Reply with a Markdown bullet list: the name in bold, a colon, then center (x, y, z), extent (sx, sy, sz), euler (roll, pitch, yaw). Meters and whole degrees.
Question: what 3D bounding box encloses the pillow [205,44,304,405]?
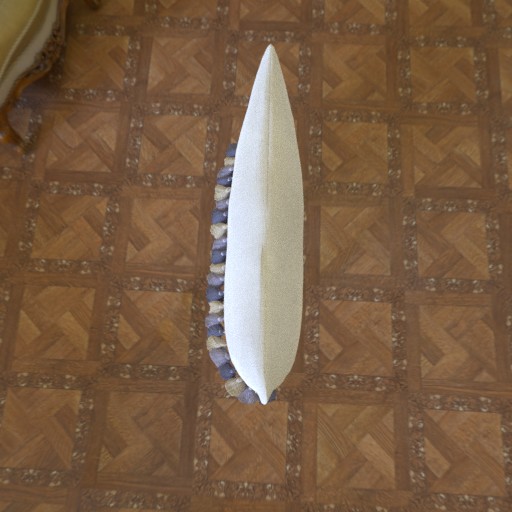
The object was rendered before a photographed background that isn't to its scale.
- **pillow**: center (0.000, 0.000, 0.772), extent (0.165, 0.481, 0.489), euler (1, 76, 0)
